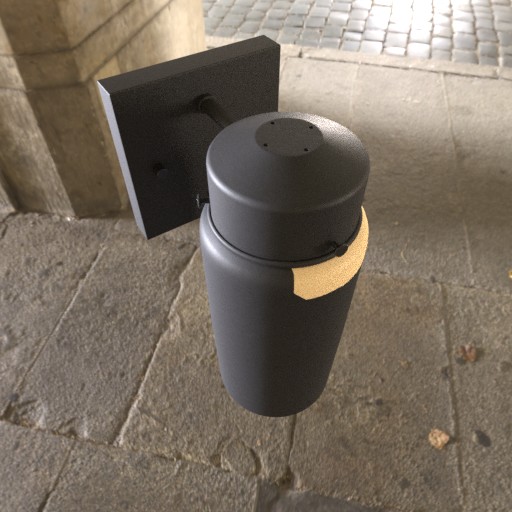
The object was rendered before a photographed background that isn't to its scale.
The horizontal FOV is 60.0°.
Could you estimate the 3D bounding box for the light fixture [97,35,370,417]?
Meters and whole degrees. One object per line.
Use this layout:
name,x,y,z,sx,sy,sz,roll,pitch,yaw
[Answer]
light fixture,0.000,0.000,0.355,0.130,0.257,0.176,-26,53,-21
